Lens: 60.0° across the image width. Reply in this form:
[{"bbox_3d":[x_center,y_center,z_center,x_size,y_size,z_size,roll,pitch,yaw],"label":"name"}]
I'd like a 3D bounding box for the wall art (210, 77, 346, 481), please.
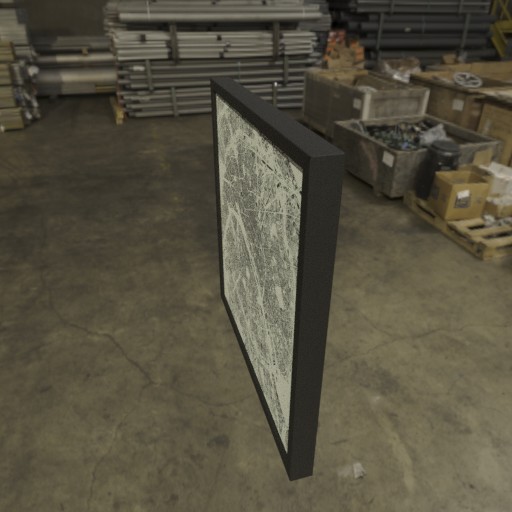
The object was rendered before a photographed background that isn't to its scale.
[{"bbox_3d":[0.000,0.000,0.764,0.037,0.508,0.508,-8,31,-14],"label":"wall art"}]
